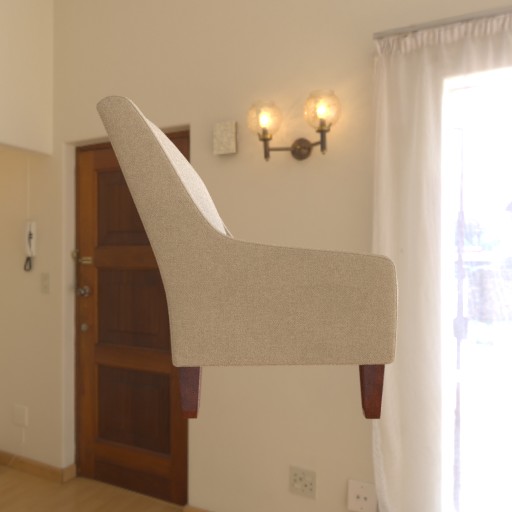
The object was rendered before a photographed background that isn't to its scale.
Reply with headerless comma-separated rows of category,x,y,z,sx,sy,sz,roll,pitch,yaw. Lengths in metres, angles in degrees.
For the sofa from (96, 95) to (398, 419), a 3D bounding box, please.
sofa,0.000,0.000,1.907,0.946,0.976,1.212,0,0,1
